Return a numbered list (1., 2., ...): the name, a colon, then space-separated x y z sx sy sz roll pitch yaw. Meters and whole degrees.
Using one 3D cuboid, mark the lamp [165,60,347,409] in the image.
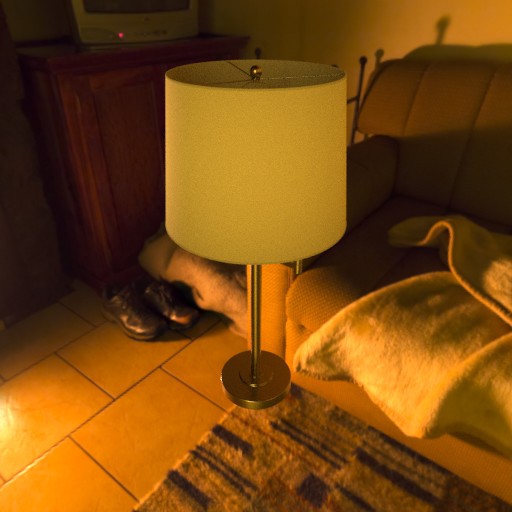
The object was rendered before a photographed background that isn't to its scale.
1. lamp: 0.000 0.000 0.871 0.333 0.696 0.333 0 31 0
